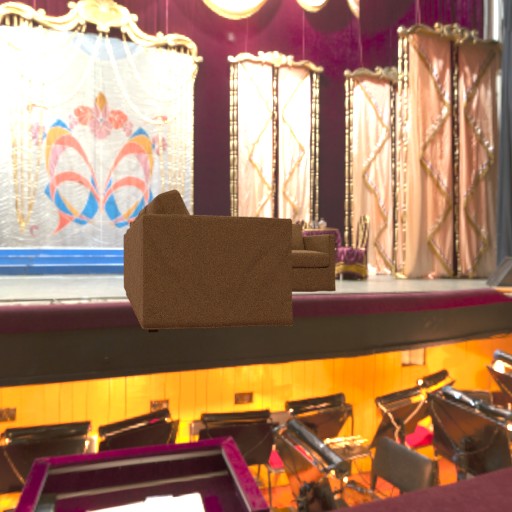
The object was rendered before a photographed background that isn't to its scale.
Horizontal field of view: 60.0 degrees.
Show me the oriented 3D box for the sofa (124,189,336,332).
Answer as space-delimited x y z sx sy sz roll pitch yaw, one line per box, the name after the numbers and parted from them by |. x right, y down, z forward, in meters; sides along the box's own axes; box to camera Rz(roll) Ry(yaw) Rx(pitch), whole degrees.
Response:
0.000 0.000 4.393 2.432 0.871 3.182 0 0 -19 | sofa
